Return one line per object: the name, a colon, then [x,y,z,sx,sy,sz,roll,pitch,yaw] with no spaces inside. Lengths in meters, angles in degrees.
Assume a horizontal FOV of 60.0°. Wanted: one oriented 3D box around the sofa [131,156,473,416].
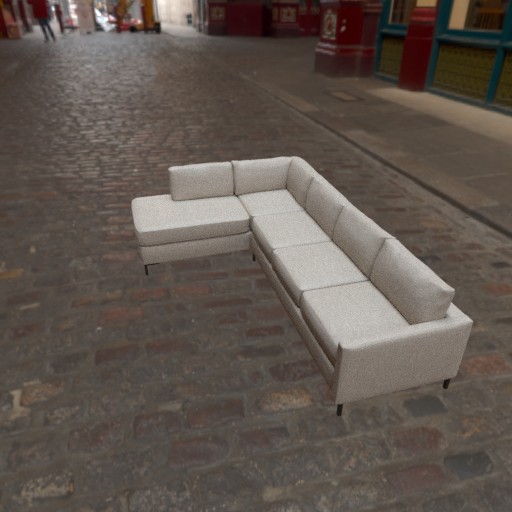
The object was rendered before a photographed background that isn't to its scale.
sofa: [0.000,0.000,3.135,1.617,0.703,2.423,-8,31,-14]
